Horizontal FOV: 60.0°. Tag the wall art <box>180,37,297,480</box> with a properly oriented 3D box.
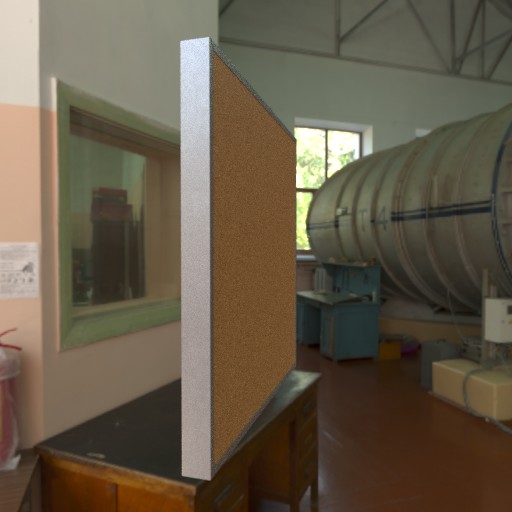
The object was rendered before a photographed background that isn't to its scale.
[{"bbox_3d":[0.000,0.000,0.518,0.028,0.349,0.349,0,1,16],"label":"wall art"}]
